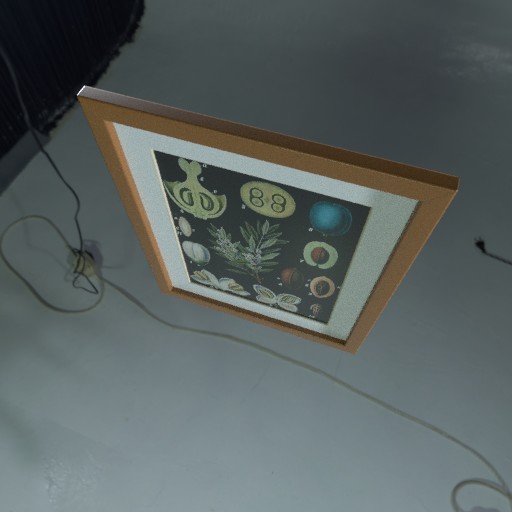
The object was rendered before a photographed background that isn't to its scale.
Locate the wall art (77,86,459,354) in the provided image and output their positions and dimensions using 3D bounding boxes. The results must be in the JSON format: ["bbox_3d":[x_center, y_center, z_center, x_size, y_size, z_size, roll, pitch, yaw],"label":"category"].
[{"bbox_3d":[0.000,0.000,0.509,0.310,0.379,0.015,16,61,9],"label":"wall art"}]
